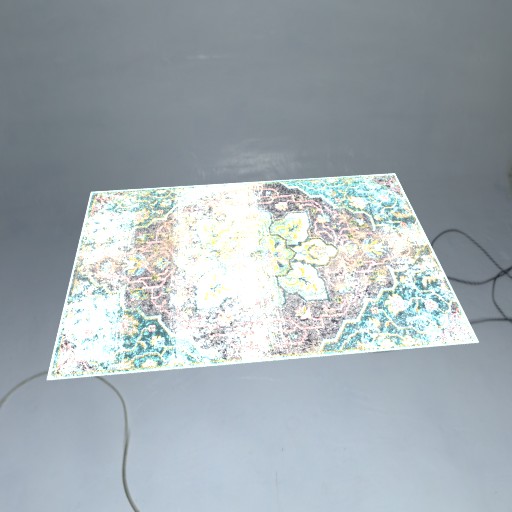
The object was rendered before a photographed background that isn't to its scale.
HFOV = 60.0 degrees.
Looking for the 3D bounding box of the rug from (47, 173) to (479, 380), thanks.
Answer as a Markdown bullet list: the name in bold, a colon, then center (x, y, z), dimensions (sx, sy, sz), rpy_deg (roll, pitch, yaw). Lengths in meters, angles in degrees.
- **rug**: center (0.000, 0.000, 2.890), dimensions (2.363, 0.004, 1.566), rpy_deg (-3, 48, -3)
